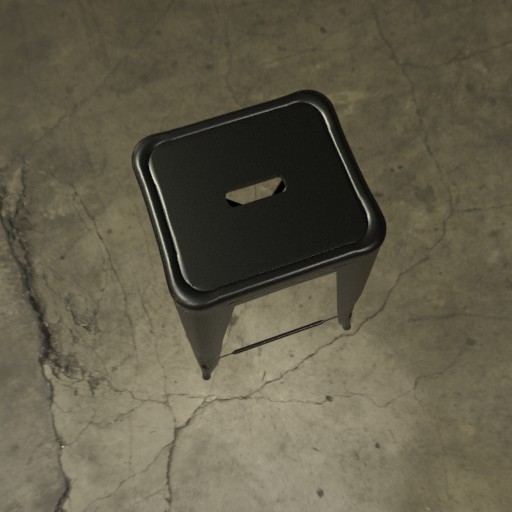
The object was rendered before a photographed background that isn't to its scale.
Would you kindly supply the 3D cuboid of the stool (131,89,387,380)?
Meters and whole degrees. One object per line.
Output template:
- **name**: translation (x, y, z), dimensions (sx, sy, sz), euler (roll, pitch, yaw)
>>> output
- **stool**: translation (0.000, 0.000, 0.871), dimensions (0.399, 0.609, 0.359), euler (-19, 74, -5)
